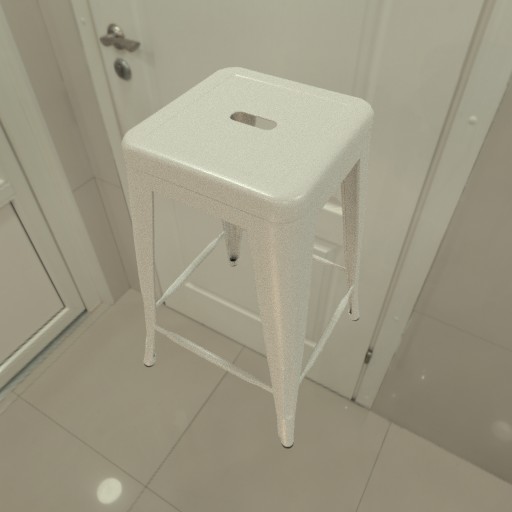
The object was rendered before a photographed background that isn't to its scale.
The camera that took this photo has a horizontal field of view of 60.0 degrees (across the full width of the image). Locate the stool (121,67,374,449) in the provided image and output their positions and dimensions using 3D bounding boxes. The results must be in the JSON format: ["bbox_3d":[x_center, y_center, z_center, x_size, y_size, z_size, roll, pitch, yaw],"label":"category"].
[{"bbox_3d":[0.000,0.000,0.905,0.406,0.610,0.406,23,51,20],"label":"stool"}]
